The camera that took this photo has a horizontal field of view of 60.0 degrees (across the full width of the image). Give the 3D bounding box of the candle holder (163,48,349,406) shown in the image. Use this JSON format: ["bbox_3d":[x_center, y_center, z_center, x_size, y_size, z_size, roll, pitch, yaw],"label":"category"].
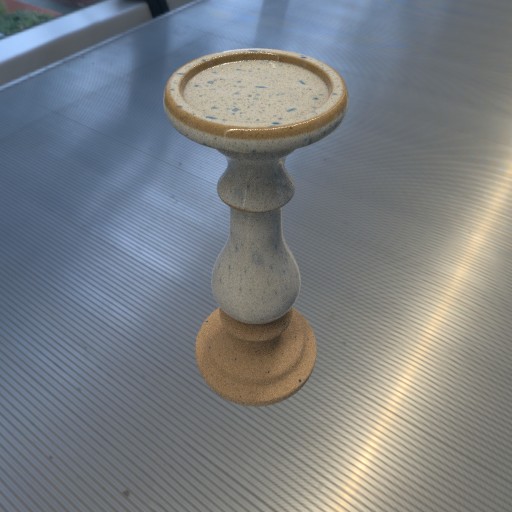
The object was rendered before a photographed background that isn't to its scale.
[{"bbox_3d":[0.000,0.000,0.253,0.088,0.203,0.088,0,46,0],"label":"candle holder"}]
